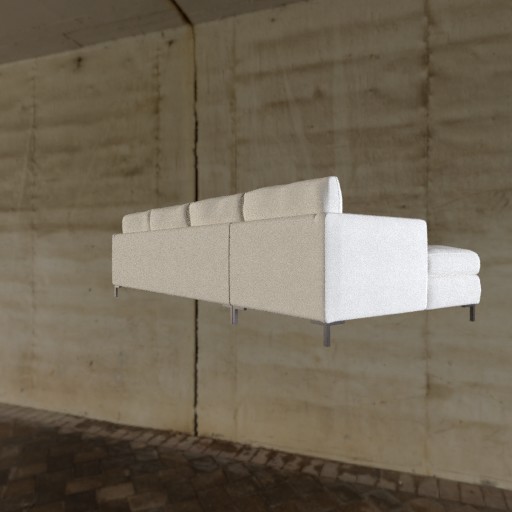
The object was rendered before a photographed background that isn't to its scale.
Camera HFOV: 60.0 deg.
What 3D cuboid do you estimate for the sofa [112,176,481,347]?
[{"bbox_3d":[0.000,0.000,3.827,1.467,0.875,3.186,0,0,-36],"label":"sofa"}]
